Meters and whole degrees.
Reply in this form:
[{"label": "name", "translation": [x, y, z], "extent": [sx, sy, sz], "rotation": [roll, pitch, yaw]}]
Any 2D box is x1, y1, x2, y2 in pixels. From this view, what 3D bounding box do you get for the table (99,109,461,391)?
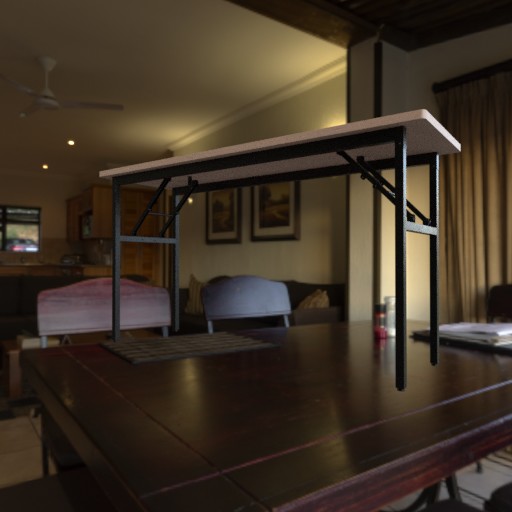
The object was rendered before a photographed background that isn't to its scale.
[{"label": "table", "translation": [0.000, 0.000, 1.730], "extent": [1.397, 0.750, 0.447], "rotation": [0, -1, 36]}]
